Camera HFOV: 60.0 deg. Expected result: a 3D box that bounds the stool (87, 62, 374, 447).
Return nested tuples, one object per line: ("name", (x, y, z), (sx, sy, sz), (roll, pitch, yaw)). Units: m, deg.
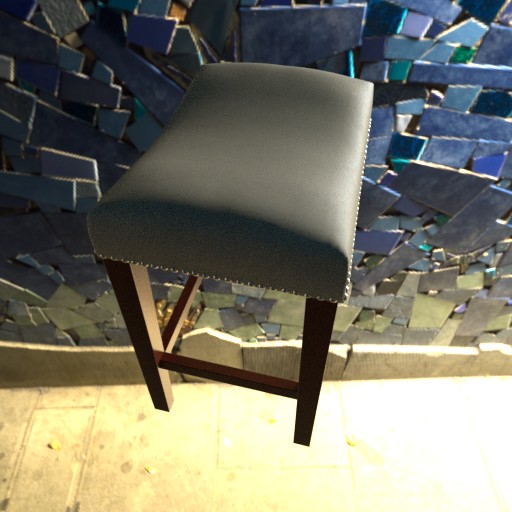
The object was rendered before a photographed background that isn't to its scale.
("stool", (0.000, 0.000, 0.947), (0.375, 0.632, 0.509), (10, 48, 9))
